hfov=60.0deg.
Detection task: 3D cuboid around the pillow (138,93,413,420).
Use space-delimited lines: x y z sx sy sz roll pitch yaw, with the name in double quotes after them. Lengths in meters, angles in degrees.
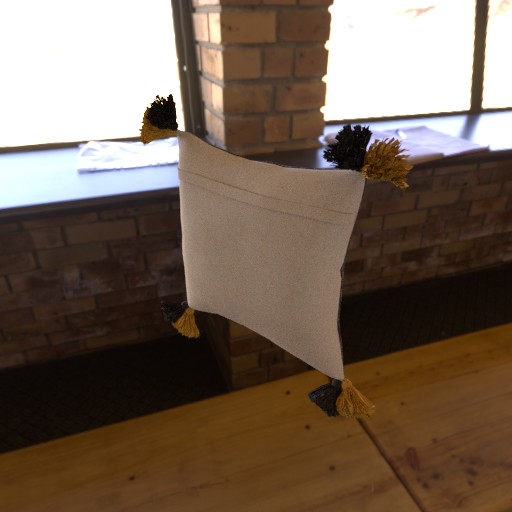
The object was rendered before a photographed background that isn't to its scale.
0.000 0.000 0.987 0.654 0.659 0.139 21 35 33 "pillow"
